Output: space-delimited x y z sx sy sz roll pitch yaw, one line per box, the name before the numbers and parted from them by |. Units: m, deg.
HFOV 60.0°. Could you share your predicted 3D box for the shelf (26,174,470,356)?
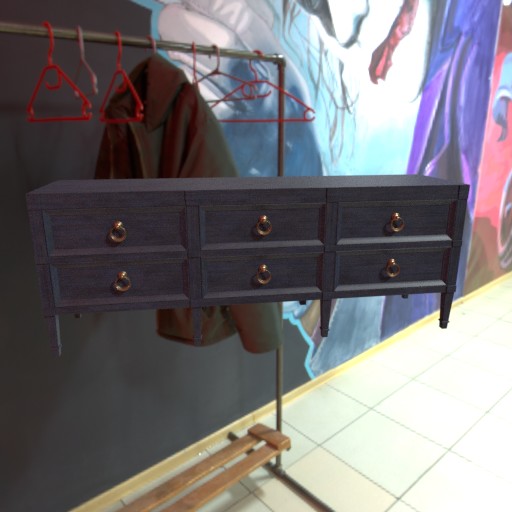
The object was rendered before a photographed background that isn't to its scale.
shelf | 0.000 0.000 2.171 1.878 0.715 0.471 -2 16 -8
